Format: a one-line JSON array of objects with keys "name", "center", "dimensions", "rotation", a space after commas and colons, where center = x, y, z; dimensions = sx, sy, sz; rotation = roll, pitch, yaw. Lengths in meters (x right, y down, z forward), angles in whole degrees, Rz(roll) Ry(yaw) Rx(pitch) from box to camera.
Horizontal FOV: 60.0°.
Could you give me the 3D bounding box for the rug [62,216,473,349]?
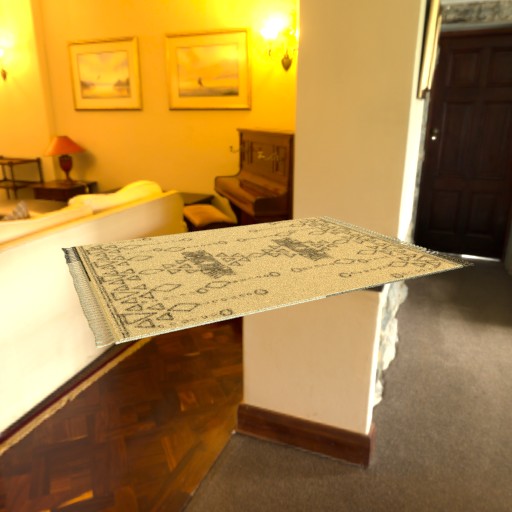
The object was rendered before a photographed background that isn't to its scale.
[{"name": "rug", "center": [0.000, 0.000, 3.003], "dimensions": [2.312, 0.013, 1.600], "rotation": [-9, 20, -26]}]
